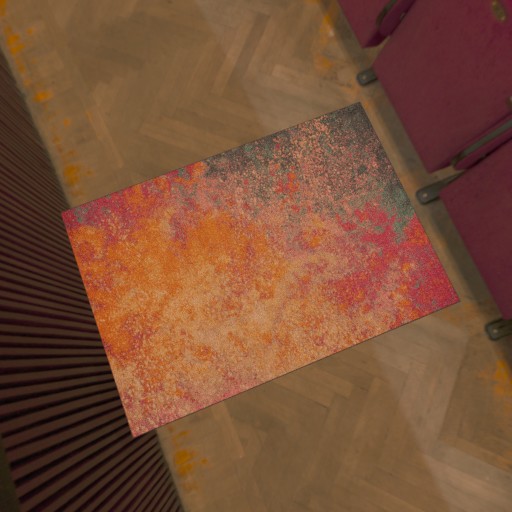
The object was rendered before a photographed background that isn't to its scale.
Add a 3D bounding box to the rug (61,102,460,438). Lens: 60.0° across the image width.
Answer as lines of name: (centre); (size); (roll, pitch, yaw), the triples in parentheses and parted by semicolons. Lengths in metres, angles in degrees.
rug: (0.000, 0.000, 3.797); (2.896, 0.013, 2.007); (-21, 78, -5)
